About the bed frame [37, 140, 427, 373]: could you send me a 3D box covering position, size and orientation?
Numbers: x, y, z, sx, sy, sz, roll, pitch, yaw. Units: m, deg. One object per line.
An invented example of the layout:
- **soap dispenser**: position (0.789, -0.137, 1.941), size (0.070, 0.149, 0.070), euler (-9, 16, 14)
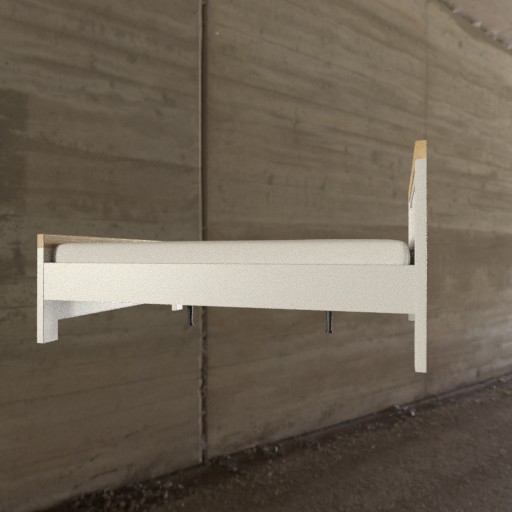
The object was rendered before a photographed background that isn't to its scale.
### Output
- **bed frame**: position (0.000, 0.000, 2.969), size (2.050, 0.980, 1.670), euler (0, 0, 18)
